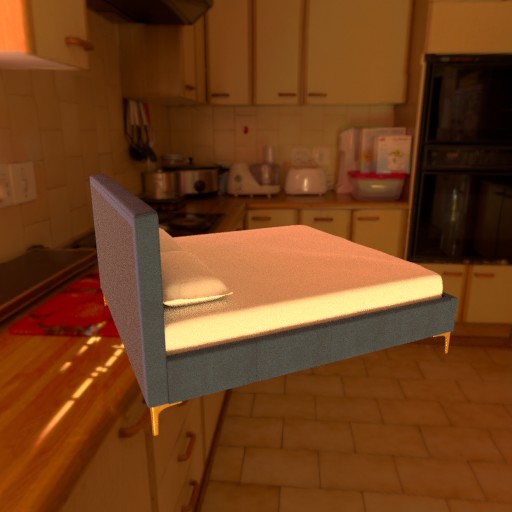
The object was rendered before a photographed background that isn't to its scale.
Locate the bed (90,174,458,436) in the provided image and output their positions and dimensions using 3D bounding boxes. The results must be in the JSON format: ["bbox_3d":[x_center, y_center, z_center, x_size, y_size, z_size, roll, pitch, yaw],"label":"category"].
[{"bbox_3d":[0.000,0.000,3.577,2.232,1.231,2.096,-7,18,-24],"label":"bed"}]
